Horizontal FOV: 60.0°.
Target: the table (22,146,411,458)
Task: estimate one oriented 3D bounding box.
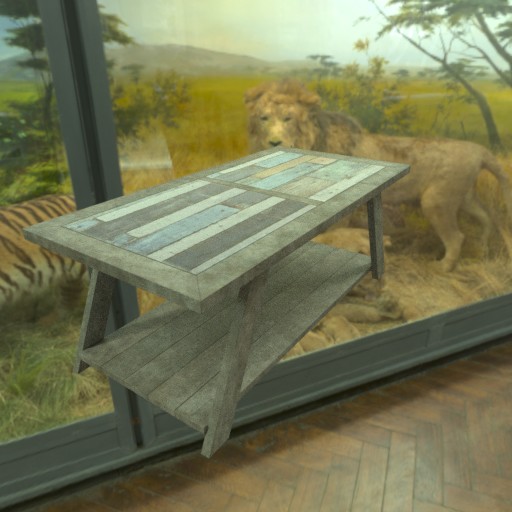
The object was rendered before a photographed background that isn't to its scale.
[{"bbox_3d":[0.000,0.000,1.529,0.610,0.470,1.219,17,31,31],"label":"table"}]
